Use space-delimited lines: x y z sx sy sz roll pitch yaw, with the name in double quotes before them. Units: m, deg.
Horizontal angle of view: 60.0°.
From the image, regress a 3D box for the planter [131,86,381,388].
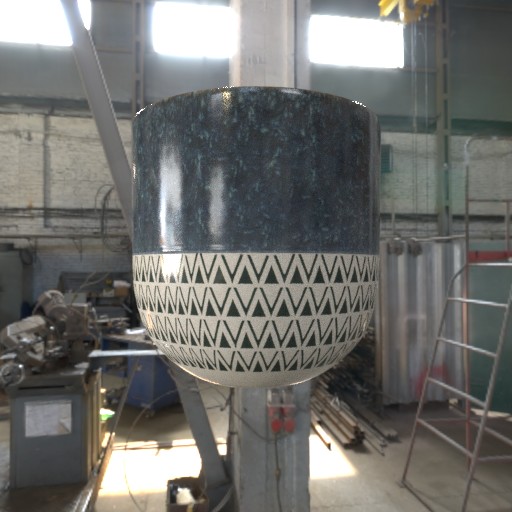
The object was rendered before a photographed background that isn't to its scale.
"planter" 0.000 0.000 0.488 0.266 0.270 0.266 0 -1 0
